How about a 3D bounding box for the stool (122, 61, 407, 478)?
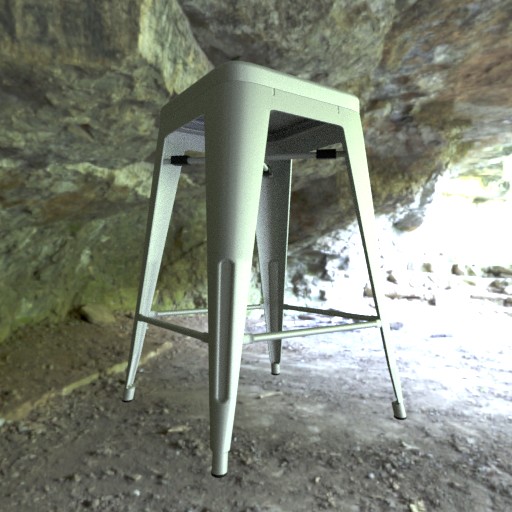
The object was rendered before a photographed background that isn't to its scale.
[{"bbox_3d":[0.000,0.000,0.880,0.410,0.608,0.410,0,-1,-34],"label":"stool"}]
